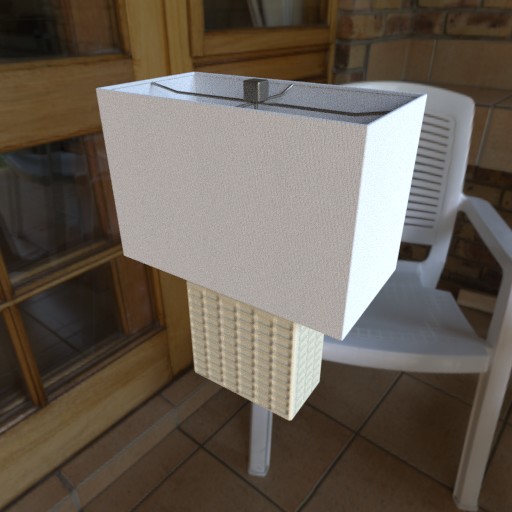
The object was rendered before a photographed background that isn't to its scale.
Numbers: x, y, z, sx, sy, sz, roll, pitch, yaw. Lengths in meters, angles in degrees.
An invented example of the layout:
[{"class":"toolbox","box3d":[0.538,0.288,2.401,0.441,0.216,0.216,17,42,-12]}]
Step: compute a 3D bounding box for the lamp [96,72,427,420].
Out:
[{"class":"lamp","box3d":[0.000,0.000,0.691,0.380,0.515,0.200,18,34,29]}]
